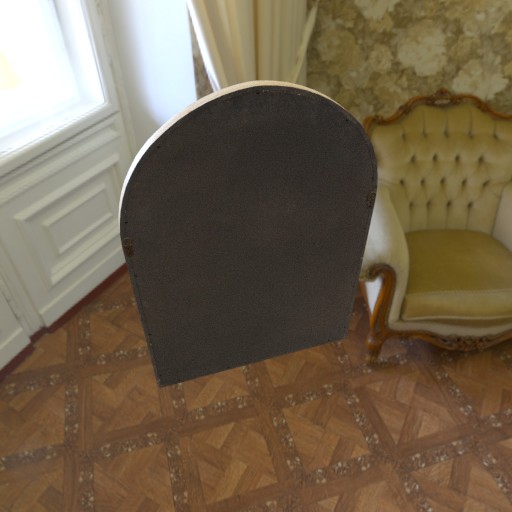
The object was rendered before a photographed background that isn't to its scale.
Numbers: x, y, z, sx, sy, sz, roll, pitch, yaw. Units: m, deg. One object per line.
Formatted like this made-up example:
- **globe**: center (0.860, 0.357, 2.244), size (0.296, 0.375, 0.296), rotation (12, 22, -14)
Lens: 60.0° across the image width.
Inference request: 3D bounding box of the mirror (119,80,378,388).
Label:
- **mirror**: center (0.000, 0.000, 1.195), size (0.660, 0.920, 0.032), rotation (-12, 42, -13)
